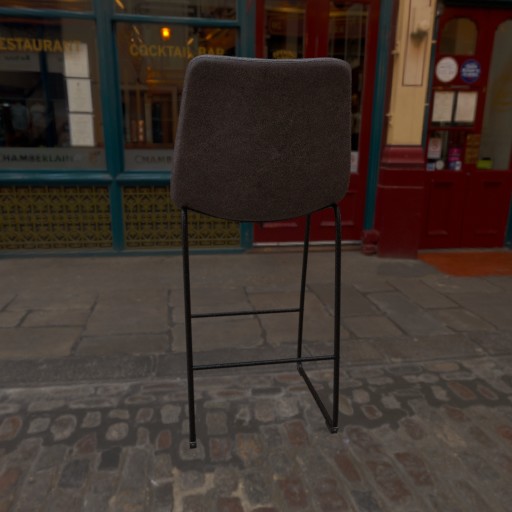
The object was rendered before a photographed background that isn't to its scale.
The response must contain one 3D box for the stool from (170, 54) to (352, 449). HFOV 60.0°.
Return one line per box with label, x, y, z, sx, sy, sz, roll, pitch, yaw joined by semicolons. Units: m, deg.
stool;0.000;0.000;1.406;0.514;1.082;0.561;-2;14;-9
